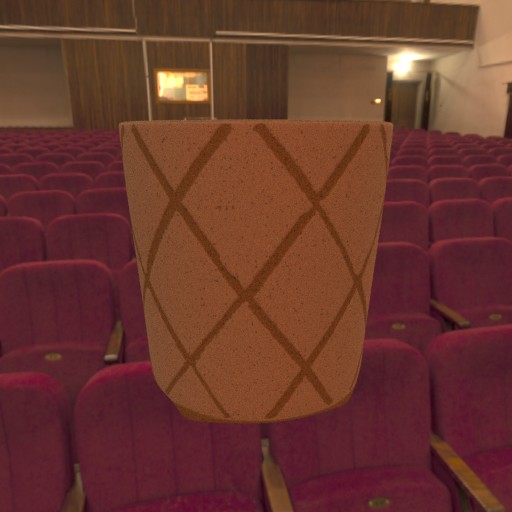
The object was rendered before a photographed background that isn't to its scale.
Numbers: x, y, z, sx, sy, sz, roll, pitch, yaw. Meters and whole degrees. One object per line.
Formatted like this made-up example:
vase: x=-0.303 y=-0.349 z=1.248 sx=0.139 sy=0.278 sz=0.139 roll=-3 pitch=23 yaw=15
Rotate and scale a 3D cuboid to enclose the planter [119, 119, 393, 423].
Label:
planter: x=0.000 y=0.000 z=0.347 sx=0.191 sy=0.199 sz=0.191 roll=0 pitch=16 yaw=0
